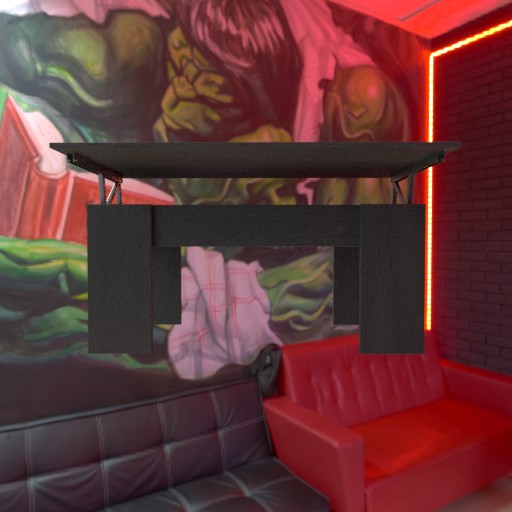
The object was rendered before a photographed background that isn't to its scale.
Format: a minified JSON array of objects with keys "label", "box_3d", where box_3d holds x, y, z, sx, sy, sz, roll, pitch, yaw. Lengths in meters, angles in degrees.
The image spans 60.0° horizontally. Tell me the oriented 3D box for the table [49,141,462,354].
[{"label":"table","box_3d":[0.000,0.000,1.435,1.000,0.570,0.711,0,1,1]}]
